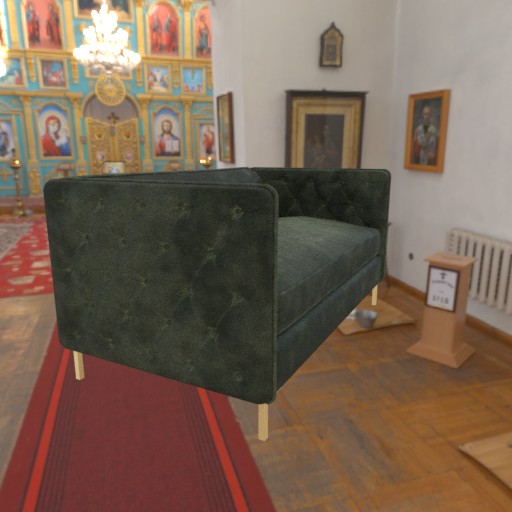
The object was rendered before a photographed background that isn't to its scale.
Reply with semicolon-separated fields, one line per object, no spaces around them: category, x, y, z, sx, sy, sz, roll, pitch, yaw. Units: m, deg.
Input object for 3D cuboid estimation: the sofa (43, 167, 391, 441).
sofa;0.000;0.000;2.047;0.895;0.768;1.537;7;14;27
